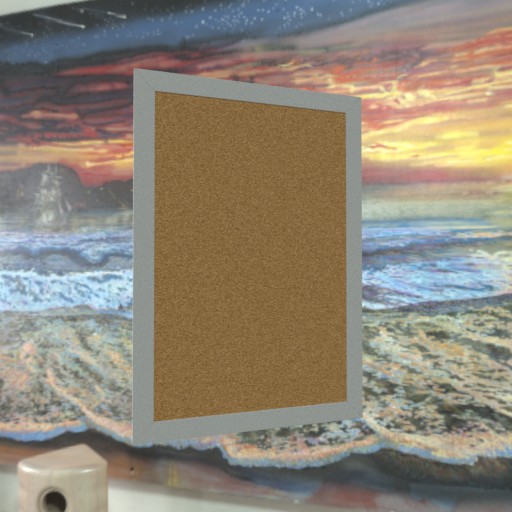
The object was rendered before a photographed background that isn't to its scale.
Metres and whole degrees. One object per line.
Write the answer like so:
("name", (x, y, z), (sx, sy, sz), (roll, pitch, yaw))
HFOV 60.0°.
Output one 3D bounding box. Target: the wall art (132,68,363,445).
("wall art", (0.000, 0.000, 0.848), (0.454, 0.659, 0.011), (0, -1, -18))
